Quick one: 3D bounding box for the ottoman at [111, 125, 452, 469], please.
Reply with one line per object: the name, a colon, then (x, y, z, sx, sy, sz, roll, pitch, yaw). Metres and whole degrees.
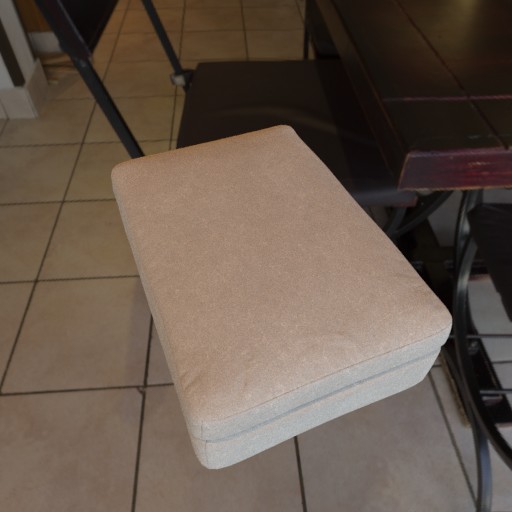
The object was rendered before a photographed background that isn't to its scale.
ottoman: (0.000, 0.000, 1.647, 0.840, 0.429, 1.199, -17, 50, -15)
